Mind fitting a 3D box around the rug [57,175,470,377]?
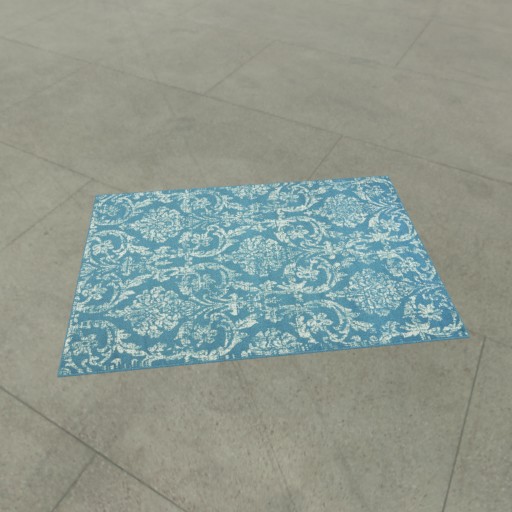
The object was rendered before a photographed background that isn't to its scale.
[{"bbox_3d":[0.000,0.000,3.535,2.746,0.018,1.816,-5,47,-4],"label":"rug"}]
